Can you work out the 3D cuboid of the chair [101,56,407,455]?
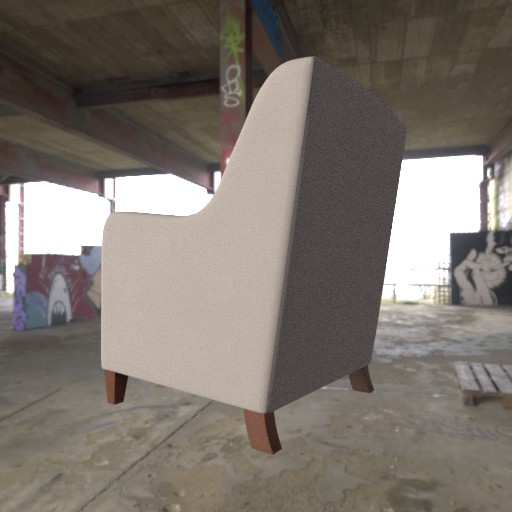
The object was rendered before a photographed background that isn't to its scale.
[{"bbox_3d":[0.000,0.000,1.573,0.863,1.010,0.715,0,-1,36],"label":"chair"}]
